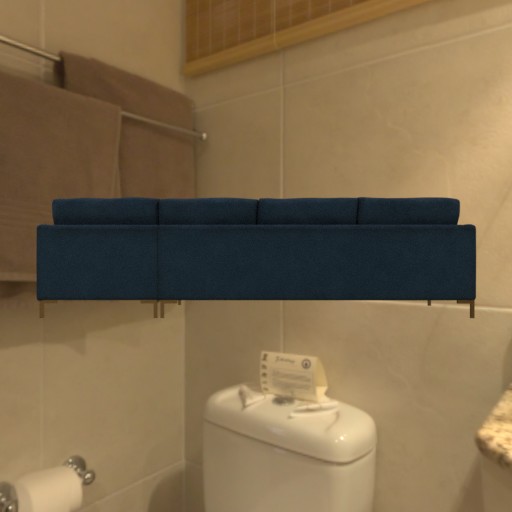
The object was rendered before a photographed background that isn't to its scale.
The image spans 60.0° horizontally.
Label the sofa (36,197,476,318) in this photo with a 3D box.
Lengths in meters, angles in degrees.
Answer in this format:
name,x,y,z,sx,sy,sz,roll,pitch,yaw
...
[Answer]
name,x,y,z,sx,sy,sz,roll,pitch,yaw
sofa,0.000,0.000,3.551,2.932,0.810,1.350,0,0,0
